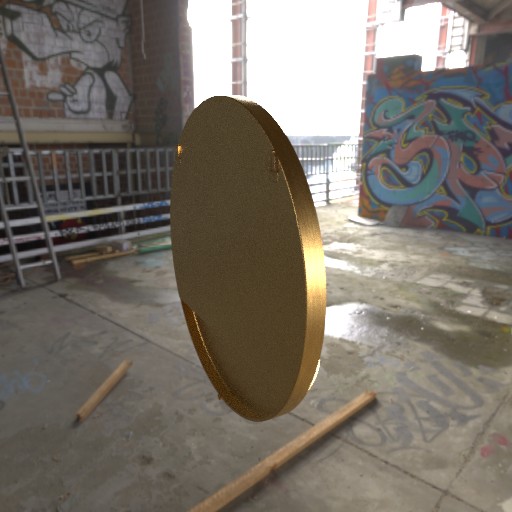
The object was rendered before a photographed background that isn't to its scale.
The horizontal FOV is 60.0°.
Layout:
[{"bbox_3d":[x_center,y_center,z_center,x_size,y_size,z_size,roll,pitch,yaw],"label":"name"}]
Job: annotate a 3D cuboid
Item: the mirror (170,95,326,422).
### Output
[{"bbox_3d":[0.000,0.000,0.675,0.133,0.457,0.457,-8,17,-27],"label":"mirror"}]
